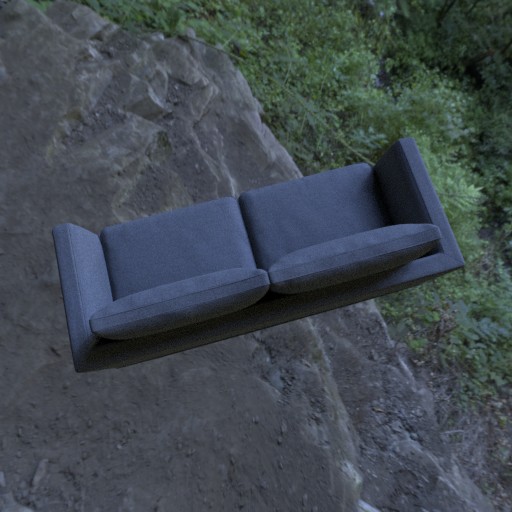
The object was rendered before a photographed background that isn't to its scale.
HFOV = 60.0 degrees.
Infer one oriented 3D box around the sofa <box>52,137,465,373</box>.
[{"bbox_3d":[0.000,0.000,2.740,2.212,1.002,0.869,-15,75,-4],"label":"sofa"}]
